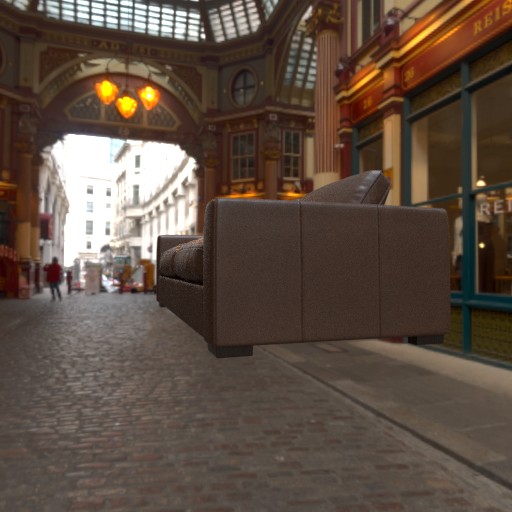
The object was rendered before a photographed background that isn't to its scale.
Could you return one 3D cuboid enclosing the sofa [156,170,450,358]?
[{"bbox_3d":[0.000,0.000,2.814,1.070,0.801,2.262,0,-1,-18],"label":"sofa"}]
